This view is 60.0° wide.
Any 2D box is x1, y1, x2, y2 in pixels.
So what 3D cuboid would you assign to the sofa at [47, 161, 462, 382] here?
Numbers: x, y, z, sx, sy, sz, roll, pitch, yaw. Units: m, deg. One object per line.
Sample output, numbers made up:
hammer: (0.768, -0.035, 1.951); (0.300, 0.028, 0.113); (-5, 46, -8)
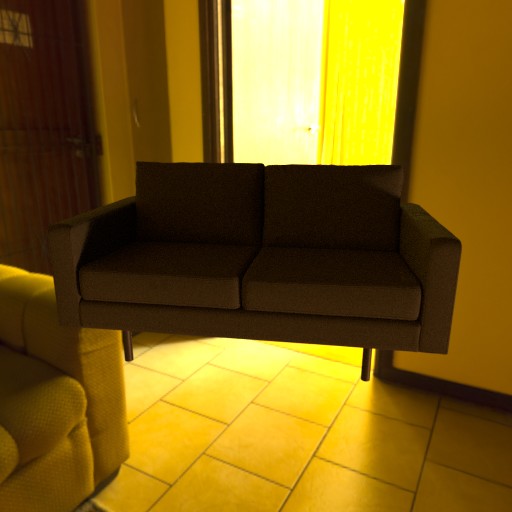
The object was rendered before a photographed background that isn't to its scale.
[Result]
sofa: (0.000, 0.000, 2.272); (1.730, 0.897, 0.889); (2, 16, 8)
